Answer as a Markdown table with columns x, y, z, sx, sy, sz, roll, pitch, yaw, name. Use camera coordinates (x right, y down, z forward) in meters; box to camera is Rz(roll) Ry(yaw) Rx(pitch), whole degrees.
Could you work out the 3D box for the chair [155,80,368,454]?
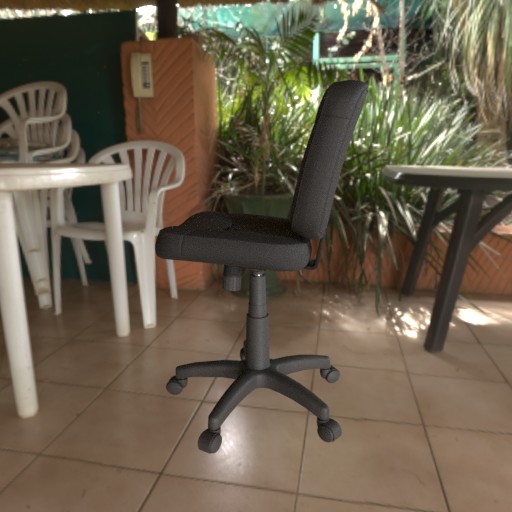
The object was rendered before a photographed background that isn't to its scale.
| x | y | z | sx | sy | sz | roll | pitch | yaw | name |
| --- | --- | --- | --- | --- | --- | --- | --- | --- | --- |
| 0.000 | 0.000 | 1.350 | 0.610 | 0.972 | 0.610 | 2 | 13 | 9 | chair |
